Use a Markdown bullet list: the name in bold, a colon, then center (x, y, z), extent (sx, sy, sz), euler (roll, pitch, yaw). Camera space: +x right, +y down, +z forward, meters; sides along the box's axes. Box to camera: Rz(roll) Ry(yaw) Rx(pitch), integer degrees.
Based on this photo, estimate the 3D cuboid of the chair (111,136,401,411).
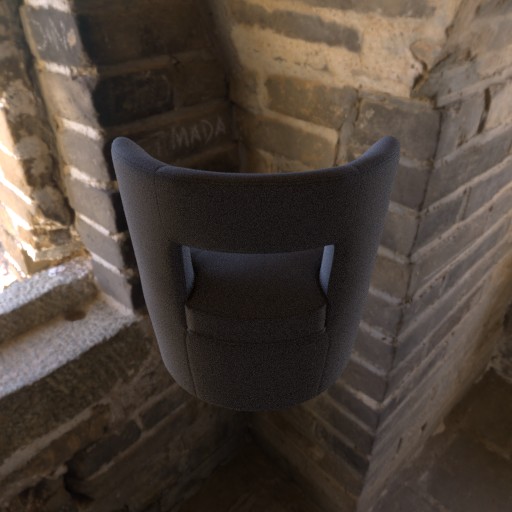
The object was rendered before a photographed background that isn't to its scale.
- **chair**: center (0.000, 0.000, 1.278), extent (0.689, 0.719, 0.660), euler (0, 31, -1)
